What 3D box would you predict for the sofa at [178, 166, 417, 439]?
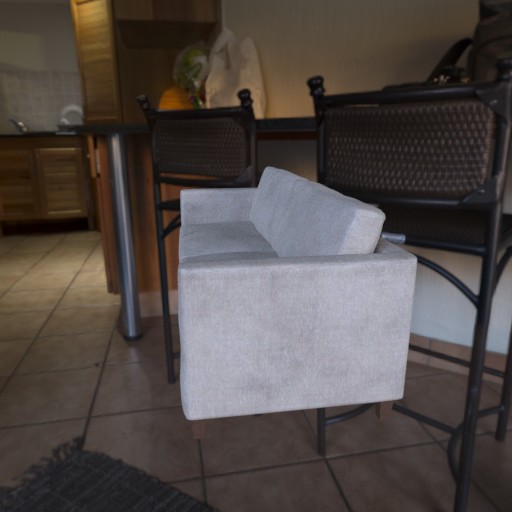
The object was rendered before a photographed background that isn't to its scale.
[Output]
[{"bbox_3d":[0.000,0.000,2.742,0.951,0.965,2.208,-3,16,-9],"label":"sofa"}]
